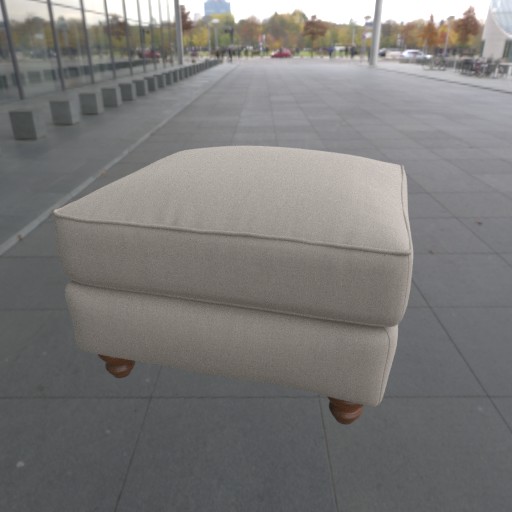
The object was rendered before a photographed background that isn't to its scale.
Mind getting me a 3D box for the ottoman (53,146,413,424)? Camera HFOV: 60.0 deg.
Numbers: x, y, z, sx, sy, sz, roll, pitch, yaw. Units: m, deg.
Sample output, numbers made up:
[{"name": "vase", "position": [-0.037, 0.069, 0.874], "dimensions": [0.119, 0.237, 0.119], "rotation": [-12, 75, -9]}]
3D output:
[{"name": "ottoman", "position": [0.000, 0.000, 1.138], "dimensions": [0.716, 0.505, 0.662], "rotation": [7, 26, 14]}]
